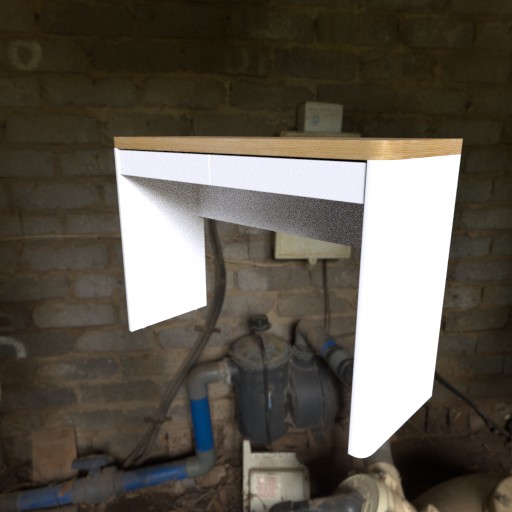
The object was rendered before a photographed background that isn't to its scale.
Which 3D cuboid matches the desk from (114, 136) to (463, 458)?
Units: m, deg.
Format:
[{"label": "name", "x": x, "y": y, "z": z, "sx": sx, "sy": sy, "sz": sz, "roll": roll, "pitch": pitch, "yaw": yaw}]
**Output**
[{"label": "desk", "x": 0.000, "y": 0.000, "z": 1.474, "sx": 1.100, "sy": 0.760, "sz": 0.390, "roll": 14, "pitch": 21, "yaw": 42}]
